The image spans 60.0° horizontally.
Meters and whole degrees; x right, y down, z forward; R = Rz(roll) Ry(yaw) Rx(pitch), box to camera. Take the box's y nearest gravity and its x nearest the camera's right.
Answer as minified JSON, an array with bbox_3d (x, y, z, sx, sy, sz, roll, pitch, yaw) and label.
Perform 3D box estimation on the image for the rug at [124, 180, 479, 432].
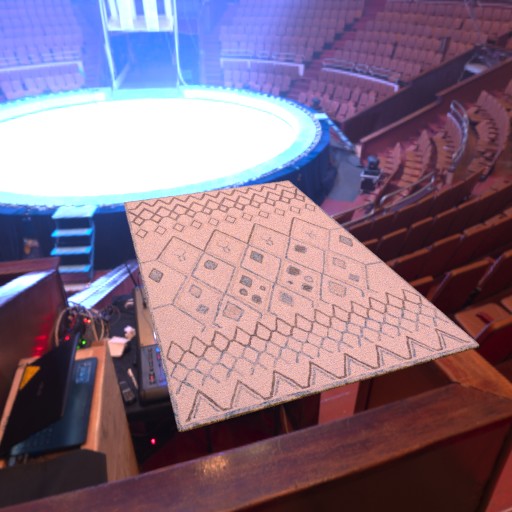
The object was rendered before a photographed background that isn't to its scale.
[{"bbox_3d":[0.000,0.000,2.994,1.524,0.015,2.439,-10,32,-17],"label":"rug"}]
